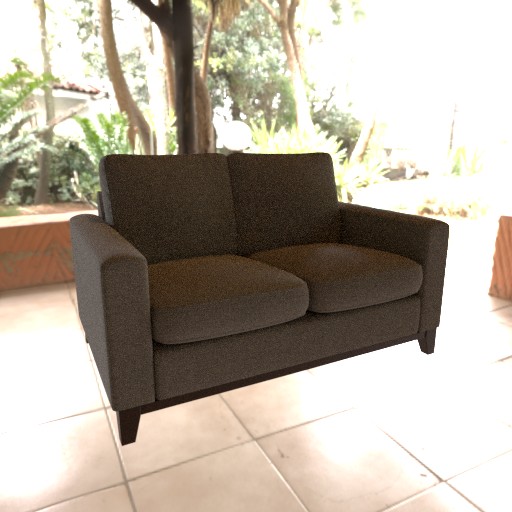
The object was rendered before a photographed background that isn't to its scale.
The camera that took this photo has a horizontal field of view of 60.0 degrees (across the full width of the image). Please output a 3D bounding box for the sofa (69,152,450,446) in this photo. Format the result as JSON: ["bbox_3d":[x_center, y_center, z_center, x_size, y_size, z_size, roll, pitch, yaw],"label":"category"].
[{"bbox_3d":[0.000,0.000,1.943,1.420,0.873,0.917,-7,16,-27],"label":"sofa"}]
